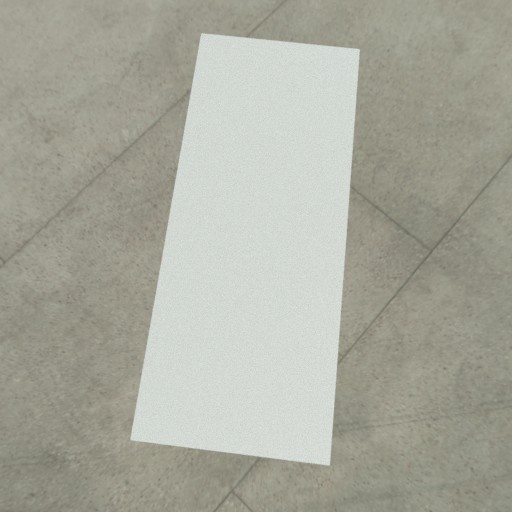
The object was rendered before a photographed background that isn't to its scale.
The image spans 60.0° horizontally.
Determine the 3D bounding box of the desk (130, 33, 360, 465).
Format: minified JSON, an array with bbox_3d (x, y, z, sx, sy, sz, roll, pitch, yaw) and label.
[{"bbox_3d":[0.000,0.000,1.597,0.504,0.762,1.191,7,76,2],"label":"desk"}]
